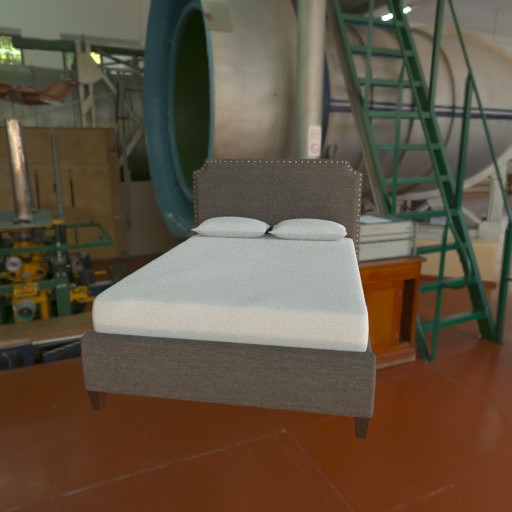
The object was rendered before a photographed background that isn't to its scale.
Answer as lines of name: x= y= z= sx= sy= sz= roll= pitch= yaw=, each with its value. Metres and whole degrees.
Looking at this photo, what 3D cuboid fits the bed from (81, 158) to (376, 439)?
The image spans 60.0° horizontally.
bed: x=0.000 y=0.000 z=3.508 sx=1.713 sy=1.457 sz=2.381 roll=2 pitch=14 yaw=10
